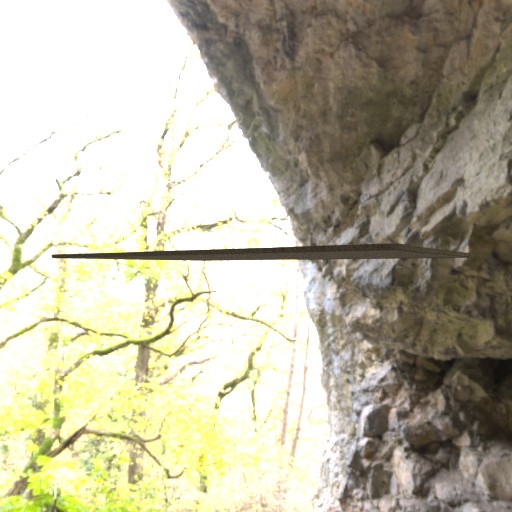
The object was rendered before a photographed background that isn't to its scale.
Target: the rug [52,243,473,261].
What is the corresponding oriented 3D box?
[{"bbox_3d":[0.000,0.000,2.897,2.349,0.026,1.500,-1,-2,36],"label":"rug"}]
